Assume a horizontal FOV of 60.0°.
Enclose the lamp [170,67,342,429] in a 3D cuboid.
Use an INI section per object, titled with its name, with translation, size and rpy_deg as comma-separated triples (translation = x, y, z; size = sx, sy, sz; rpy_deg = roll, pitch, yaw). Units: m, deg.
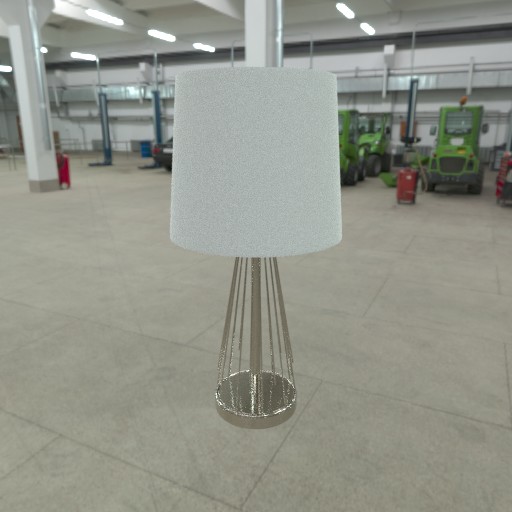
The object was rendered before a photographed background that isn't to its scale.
[lamp]
translation = 0.000, 0.000, 0.806
size = 0.303, 0.618, 0.303
rpy_deg = 0, 16, 0
